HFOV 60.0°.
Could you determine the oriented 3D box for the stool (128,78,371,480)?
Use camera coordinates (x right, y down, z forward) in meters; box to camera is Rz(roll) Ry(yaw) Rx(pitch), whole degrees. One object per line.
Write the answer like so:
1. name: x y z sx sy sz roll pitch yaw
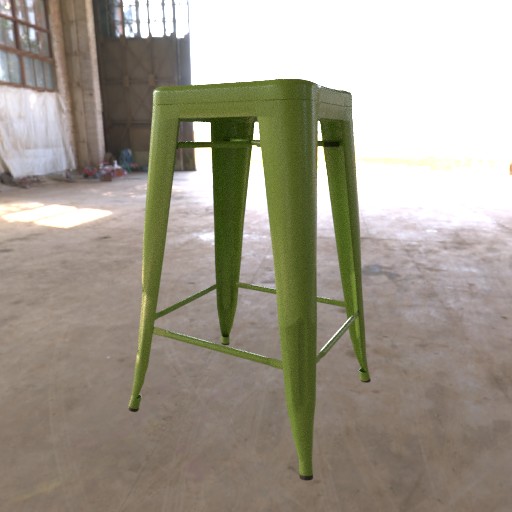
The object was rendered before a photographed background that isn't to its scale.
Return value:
1. stool: 0.000 0.000 0.862 0.398 0.609 0.358 8 17 29
